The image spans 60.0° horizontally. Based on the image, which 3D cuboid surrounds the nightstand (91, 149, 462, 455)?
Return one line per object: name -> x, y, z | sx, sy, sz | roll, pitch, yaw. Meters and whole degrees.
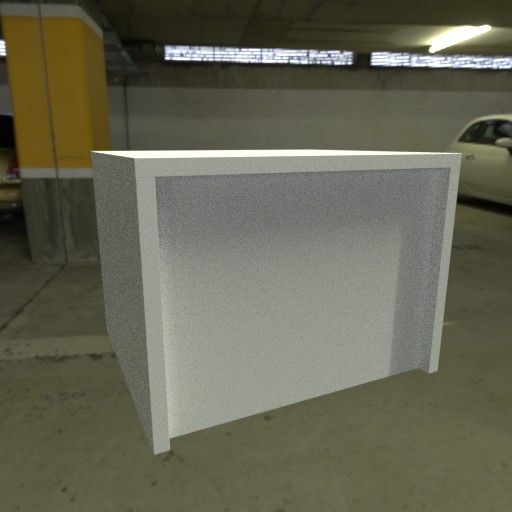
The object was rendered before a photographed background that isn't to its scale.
nightstand -> 0.000, 0.000, 0.769 | 0.470, 0.351, 0.408 | -7, 16, -25
